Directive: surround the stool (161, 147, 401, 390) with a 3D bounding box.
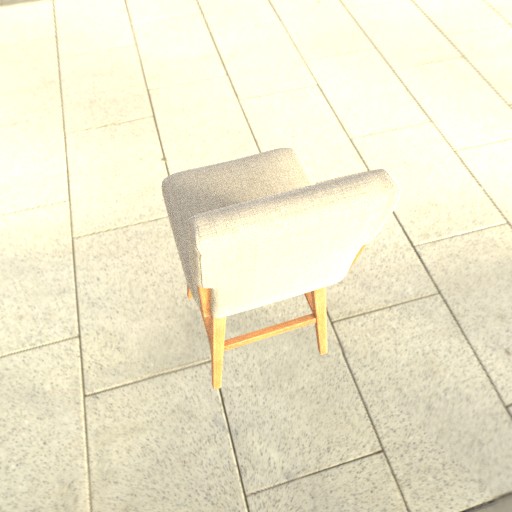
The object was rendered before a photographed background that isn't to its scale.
[{"bbox_3d":[0.000,0.000,1.415,0.483,1.106,0.569,-16,59,-10],"label":"stool"}]
